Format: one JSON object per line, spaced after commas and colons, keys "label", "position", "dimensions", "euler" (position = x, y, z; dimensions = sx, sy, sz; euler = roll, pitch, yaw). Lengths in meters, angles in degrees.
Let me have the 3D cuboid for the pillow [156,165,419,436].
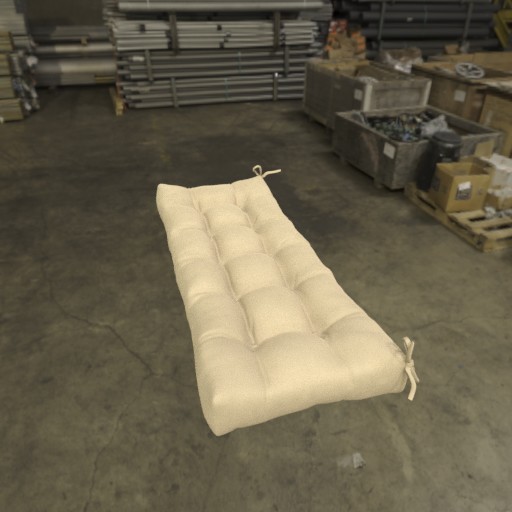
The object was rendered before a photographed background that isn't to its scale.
{"label": "pillow", "position": [0.000, 0.000, 1.351], "dimensions": [0.511, 0.174, 1.194], "euler": [-8, 32, -14]}
